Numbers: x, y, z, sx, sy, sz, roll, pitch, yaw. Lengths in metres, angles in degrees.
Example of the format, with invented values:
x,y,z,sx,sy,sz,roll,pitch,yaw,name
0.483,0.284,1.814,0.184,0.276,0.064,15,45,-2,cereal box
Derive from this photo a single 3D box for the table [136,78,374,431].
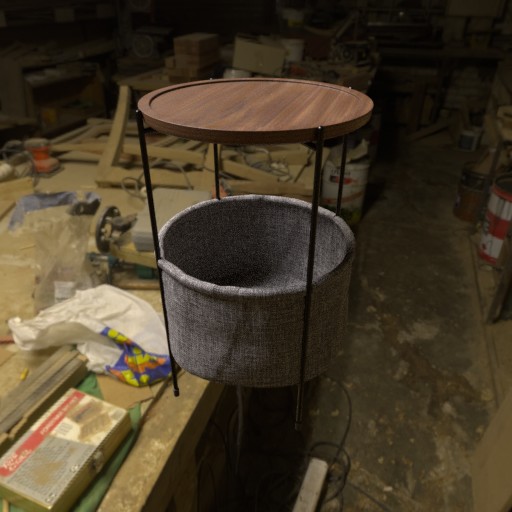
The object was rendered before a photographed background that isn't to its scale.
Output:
x,y,z,sx,sy,sz,roll,pitch,yaw,name
0.000,0.000,0.906,0.400,0.623,0.400,10,33,16,table
